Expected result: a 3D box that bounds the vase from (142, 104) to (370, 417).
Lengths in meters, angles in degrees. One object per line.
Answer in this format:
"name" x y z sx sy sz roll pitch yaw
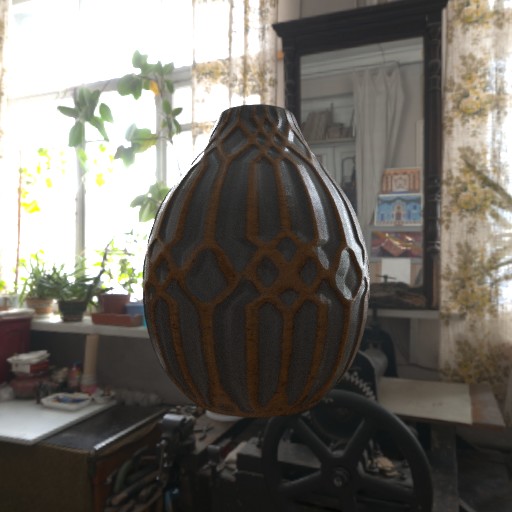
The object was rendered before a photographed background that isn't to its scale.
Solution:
"vase" 0.000 0.000 0.139 0.069 0.088 0.069 0 0 0
